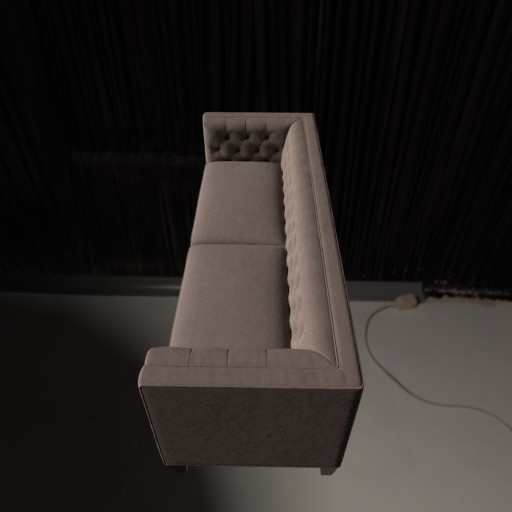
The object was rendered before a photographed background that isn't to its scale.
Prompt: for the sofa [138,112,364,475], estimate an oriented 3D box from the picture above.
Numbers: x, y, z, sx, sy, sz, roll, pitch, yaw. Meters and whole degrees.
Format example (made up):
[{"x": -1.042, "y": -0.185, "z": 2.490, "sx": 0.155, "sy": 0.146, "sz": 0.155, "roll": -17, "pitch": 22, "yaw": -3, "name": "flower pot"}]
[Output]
[{"x": 0.000, "y": 0.000, "z": 2.538, "sx": 0.775, "sy": 0.762, "sz": 2.159, "roll": 1, "pitch": 42, "yaw": 1, "name": "sofa"}]
